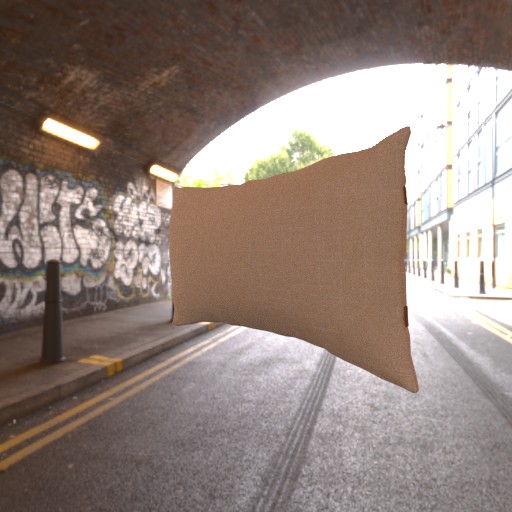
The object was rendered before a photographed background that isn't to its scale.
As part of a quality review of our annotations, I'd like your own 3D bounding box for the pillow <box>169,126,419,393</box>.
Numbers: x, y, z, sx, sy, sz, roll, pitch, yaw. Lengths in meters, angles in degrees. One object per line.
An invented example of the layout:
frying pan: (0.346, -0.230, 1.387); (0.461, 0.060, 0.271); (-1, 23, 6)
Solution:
pillow: (0.000, 0.000, 0.742); (0.148, 0.308, 0.612); (0, 0, -36)
